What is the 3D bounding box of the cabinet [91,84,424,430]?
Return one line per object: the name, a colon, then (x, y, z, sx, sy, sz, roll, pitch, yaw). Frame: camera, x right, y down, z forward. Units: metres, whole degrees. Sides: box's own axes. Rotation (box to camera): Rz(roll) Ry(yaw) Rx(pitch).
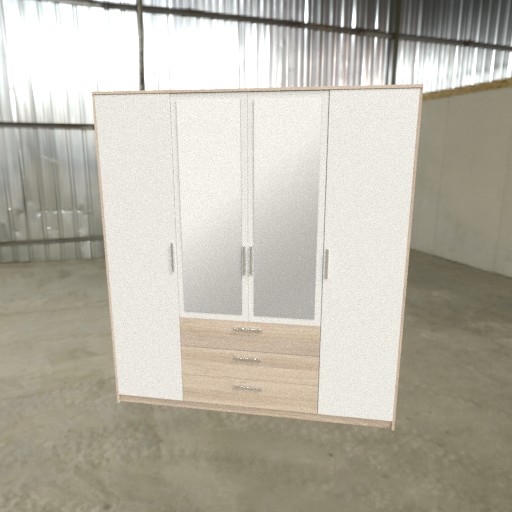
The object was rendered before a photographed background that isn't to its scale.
cabinet: (0.000, 0.000, 2.986, 1.870, 2.060, 0.620, 2, 14, 10)
